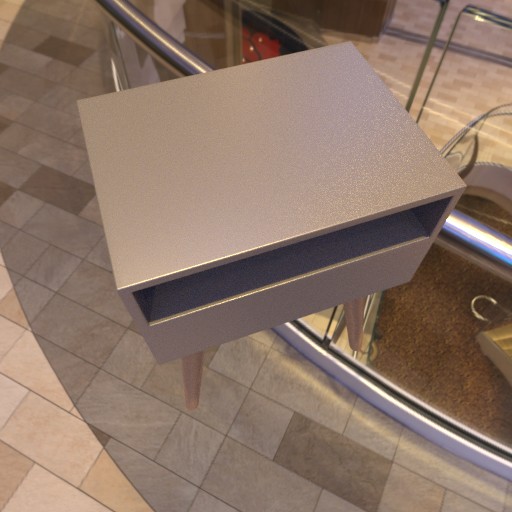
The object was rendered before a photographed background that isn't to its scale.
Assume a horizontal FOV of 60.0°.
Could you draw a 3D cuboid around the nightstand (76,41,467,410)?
[{"bbox_3d":[0.000,0.000,0.719,0.370,0.508,0.288,-17,59,-10],"label":"nightstand"}]
